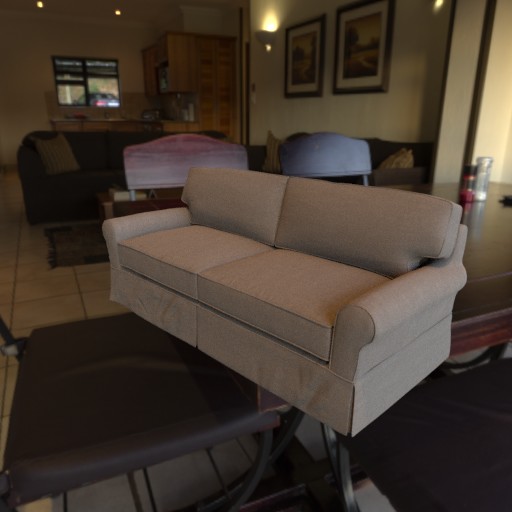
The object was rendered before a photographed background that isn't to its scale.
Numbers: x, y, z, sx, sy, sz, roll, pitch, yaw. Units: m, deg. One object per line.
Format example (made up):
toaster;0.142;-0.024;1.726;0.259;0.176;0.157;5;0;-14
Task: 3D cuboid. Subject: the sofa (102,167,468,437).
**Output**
sofa;0.000;0.000;2.752;0.991;0.943;2.248;-16;24;-42
